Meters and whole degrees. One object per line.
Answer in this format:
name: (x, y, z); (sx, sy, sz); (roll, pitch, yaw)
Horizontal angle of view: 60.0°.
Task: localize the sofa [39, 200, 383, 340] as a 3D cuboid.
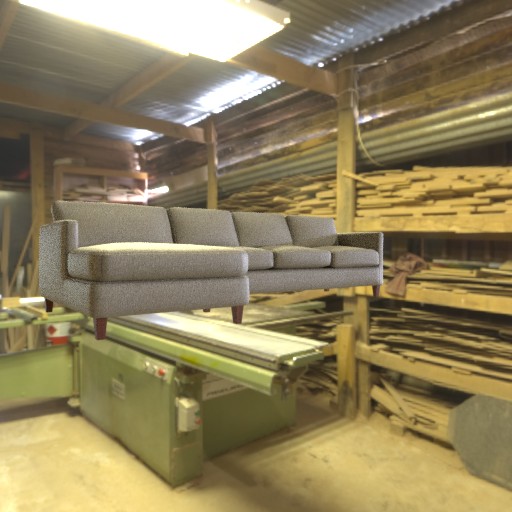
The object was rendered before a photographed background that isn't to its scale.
sofa: (0.000, 0.000, 3.828); (3.201, 0.876, 1.502); (0, 1, -36)
